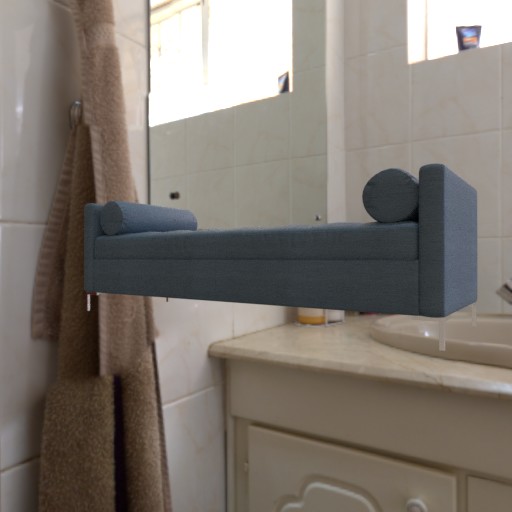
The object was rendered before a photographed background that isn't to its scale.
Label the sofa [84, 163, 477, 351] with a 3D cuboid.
[{"bbox_3d":[0.000,0.000,2.296,1.981,0.635,0.686,0,0,35],"label":"sofa"}]
